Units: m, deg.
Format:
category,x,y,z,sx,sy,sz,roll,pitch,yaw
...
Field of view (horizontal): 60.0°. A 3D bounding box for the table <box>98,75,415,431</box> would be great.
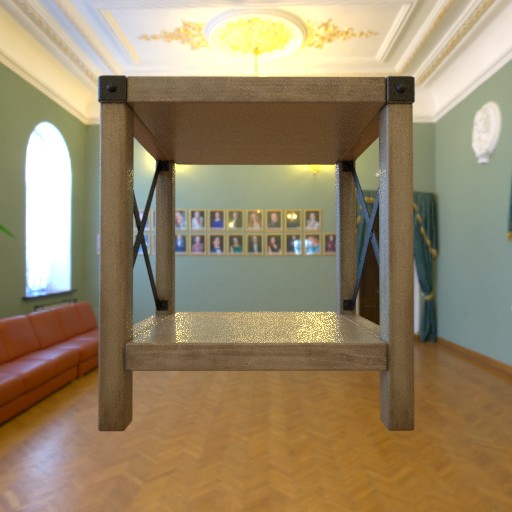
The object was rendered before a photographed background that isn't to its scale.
category,x,y,z,sx,sy,sz,roll,pitch,yaw
table,0.000,0.000,0.909,0.510,0.561,0.459,0,-1,0
